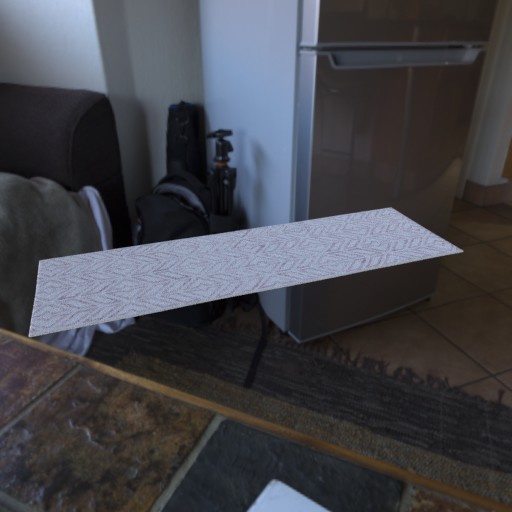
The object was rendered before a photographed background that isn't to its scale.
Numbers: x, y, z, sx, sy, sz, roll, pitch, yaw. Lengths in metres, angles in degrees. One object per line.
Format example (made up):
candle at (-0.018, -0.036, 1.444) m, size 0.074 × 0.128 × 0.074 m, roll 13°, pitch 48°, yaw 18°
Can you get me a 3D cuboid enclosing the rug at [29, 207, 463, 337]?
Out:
rug at (0.000, 0.000, 2.660) m, size 2.435 × 0.009 × 0.750 m, roll -10°, pitch 30°, yaw -17°
